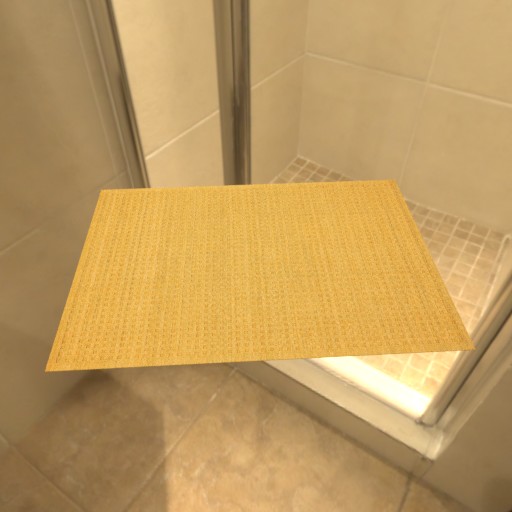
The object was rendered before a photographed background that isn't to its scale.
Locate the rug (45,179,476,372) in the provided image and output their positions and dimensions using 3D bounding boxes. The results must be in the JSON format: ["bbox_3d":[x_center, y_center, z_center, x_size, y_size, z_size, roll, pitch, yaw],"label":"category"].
[{"bbox_3d":[0.000,0.000,3.672,2.895,0.006,1.981,-2,45,-2],"label":"rug"}]
